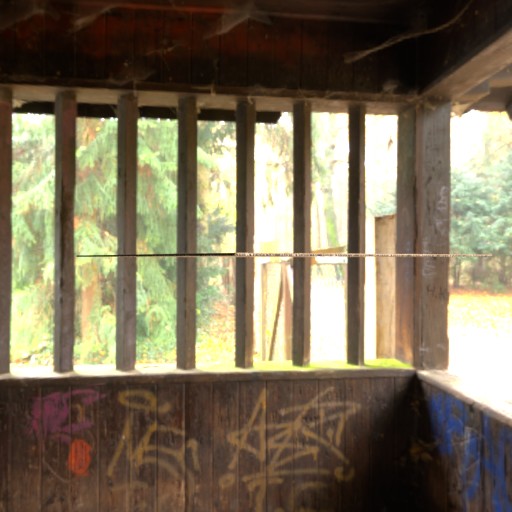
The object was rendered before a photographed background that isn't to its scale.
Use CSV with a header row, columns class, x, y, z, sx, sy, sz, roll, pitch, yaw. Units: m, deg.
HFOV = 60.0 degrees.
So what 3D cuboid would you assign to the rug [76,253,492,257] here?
class,x,y,z,sx,sy,sz,roll,pitch,yaw
rug,0.000,0.000,3.873,2.315,0.015,2.932,0,0,-35
